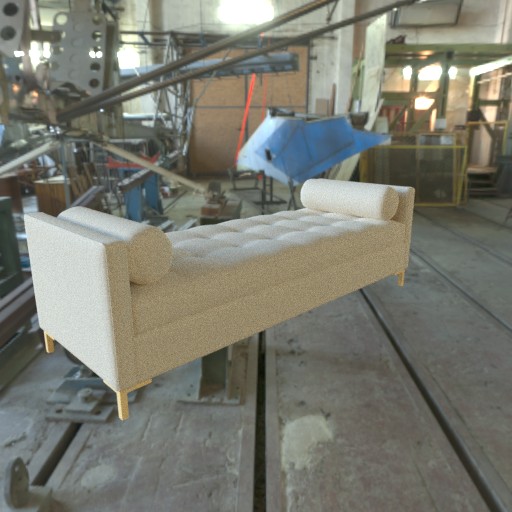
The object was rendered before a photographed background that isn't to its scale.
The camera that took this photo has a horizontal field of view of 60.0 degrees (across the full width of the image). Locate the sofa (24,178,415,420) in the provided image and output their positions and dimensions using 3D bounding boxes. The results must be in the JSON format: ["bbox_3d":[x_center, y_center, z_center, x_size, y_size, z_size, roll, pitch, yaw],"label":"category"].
[{"bbox_3d":[0.000,0.000,2.314,1.985,0.641,0.746,-15,22,-42],"label":"sofa"}]
